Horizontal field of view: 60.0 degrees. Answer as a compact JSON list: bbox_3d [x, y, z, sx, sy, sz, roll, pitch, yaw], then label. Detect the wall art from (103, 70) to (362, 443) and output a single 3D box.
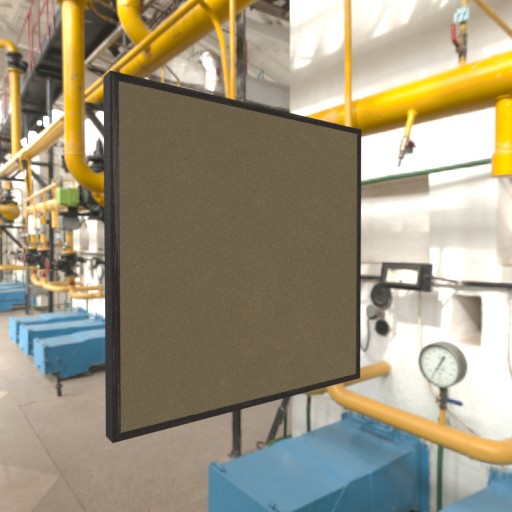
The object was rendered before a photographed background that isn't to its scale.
[{"bbox_3d":[0.000,0.000,1.144,0.762,0.758,0.043,-1,1,-36],"label":"wall art"}]
